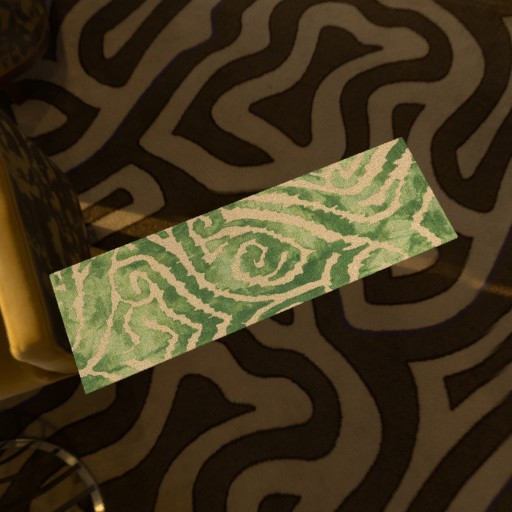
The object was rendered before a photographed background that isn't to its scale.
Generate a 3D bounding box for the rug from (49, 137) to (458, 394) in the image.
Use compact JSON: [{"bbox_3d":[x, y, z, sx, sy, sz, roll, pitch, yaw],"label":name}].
[{"bbox_3d":[0.000,0.000,2.757,2.438,0.006,0.761,-22,76,-6],"label":"rug"}]
